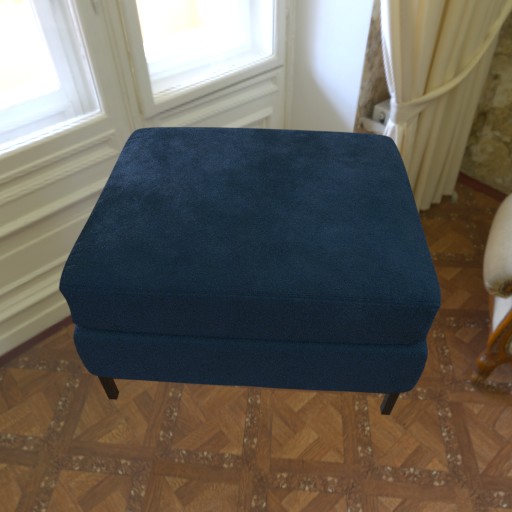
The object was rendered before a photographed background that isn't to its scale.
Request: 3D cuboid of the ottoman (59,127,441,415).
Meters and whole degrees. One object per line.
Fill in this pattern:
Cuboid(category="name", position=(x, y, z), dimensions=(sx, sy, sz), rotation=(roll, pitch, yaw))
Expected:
Cuboid(category="ottoman", position=(0.000, 0.000, 1.191), dimensions=(0.794, 0.485, 0.655), rotation=(2, 45, 2))
